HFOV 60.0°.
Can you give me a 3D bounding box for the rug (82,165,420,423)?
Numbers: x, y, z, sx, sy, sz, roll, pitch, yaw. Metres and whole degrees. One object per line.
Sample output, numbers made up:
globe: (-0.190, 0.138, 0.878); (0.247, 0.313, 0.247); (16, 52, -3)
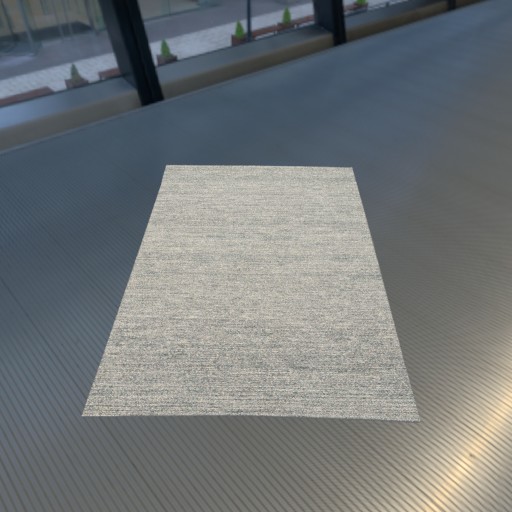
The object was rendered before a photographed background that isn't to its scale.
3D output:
rug: (0.000, 0.000, 2.970); (1.616, 0.030, 2.338); (1, 42, 1)
